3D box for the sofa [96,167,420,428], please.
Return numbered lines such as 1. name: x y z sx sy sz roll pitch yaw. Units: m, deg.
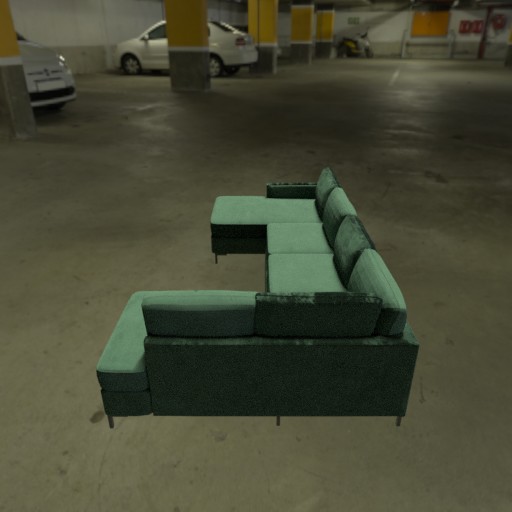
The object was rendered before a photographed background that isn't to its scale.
1. sofa: 0.000 0.000 4.355 2.055 0.992 3.434 0 26 0
